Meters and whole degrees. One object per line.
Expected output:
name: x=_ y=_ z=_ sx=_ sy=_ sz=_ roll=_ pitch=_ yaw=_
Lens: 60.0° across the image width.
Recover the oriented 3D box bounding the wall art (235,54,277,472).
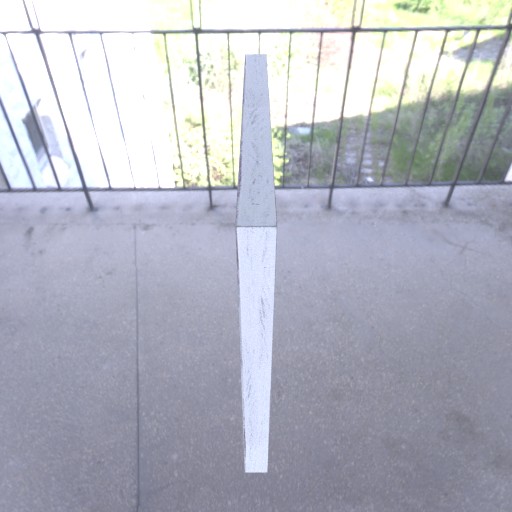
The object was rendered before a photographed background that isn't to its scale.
wall art: x=0.000 y=0.000 z=0.760 sx=0.038 sy=0.508 sz=0.508 roll=0 pitch=41 yaw=0
